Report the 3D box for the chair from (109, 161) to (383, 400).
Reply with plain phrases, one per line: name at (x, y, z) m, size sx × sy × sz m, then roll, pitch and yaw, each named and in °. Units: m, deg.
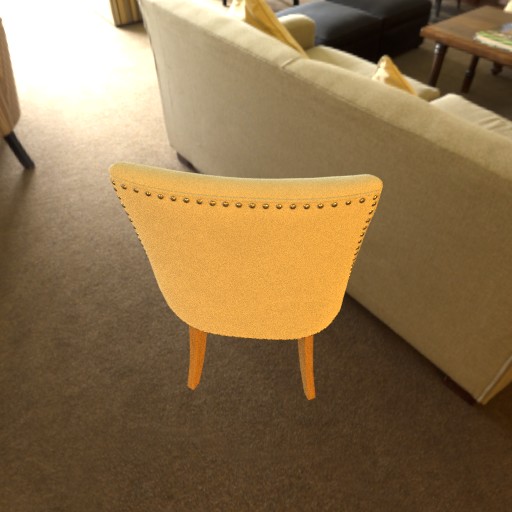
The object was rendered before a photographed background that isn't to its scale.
chair at (0.000, 0.000, 1.240) m, size 0.495 × 0.902 × 0.610 m, roll 4°, pitch 46°, yaw 4°
